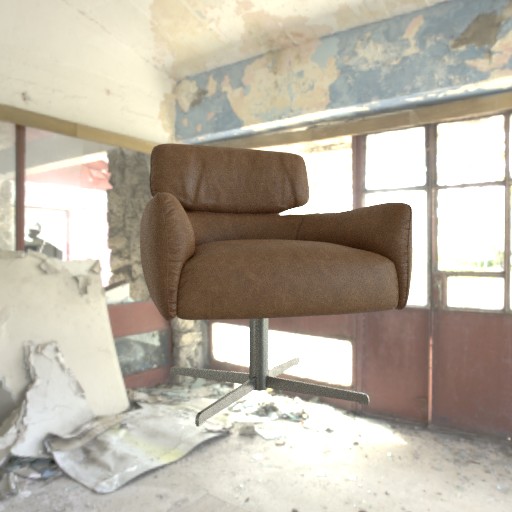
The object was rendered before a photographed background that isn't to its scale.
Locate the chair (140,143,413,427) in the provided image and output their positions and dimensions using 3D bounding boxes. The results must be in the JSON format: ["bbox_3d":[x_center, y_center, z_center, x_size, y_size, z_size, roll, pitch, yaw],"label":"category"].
[{"bbox_3d":[0.000,0.000,1.385,0.706,0.812,0.715,0,1,-18],"label":"chair"}]
